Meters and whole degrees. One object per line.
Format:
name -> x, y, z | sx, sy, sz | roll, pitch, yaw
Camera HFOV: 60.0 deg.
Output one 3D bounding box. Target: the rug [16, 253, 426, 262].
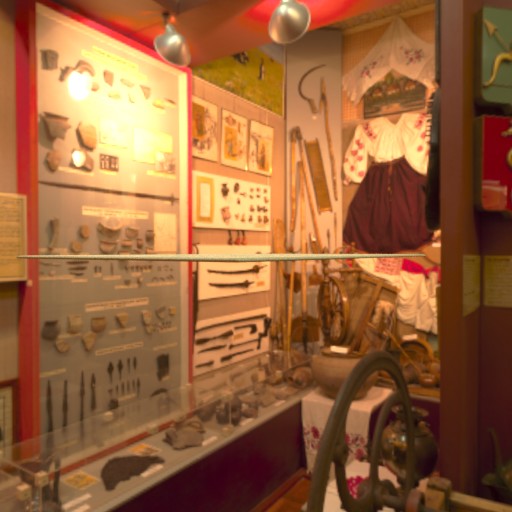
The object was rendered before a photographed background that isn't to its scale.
rug -> 0.000, 0.000, 3.426 | 1.819, 0.018, 2.746 | 0, 1, 36
